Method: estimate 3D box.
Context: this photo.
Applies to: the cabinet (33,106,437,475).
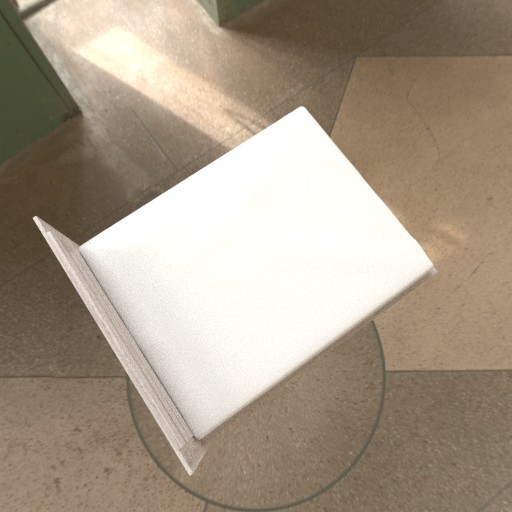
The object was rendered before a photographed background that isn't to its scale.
[{"bbox_3d":[0.000,0.000,3.112,2.080,0.970,1.750,-34,78,-8],"label":"cabinet"}]
